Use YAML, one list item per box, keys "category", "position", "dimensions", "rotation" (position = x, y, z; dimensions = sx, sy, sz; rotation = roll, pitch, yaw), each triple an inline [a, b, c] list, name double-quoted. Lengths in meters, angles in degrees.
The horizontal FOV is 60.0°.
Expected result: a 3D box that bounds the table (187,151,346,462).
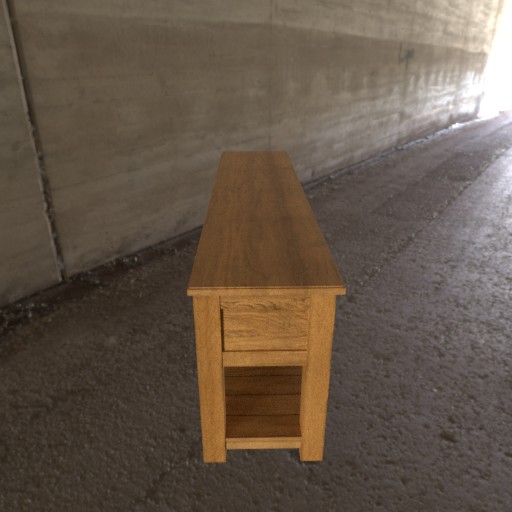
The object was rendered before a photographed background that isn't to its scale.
- category: "table"
  position: [0.000, 0.000, 2.094]
  dimensions: [0.425, 0.635, 1.815]
  rotation: [0, 24, -1]
